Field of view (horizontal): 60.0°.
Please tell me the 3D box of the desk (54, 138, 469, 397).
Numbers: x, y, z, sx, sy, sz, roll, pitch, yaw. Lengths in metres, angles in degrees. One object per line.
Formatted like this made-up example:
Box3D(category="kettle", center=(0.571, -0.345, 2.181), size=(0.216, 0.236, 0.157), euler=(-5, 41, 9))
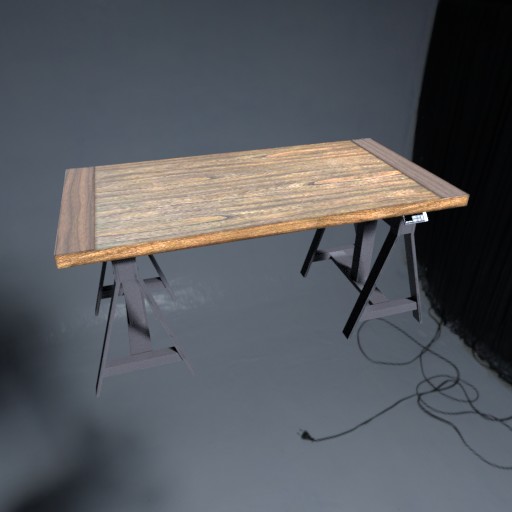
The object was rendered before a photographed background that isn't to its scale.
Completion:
Box3D(category="desk", center=(0.000, 0.000, 2.038), size=(1.543, 0.725, 0.784), euler=(-9, 33, -15))
